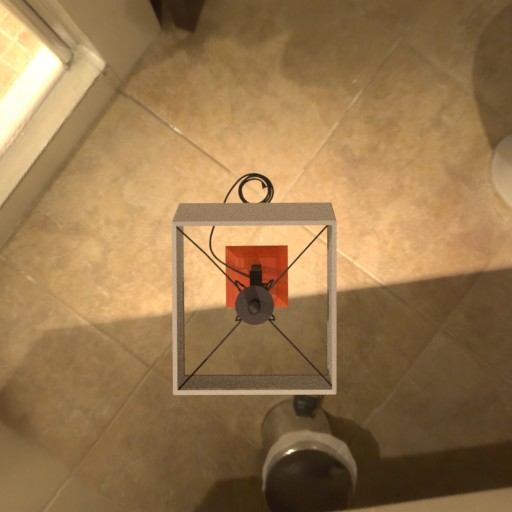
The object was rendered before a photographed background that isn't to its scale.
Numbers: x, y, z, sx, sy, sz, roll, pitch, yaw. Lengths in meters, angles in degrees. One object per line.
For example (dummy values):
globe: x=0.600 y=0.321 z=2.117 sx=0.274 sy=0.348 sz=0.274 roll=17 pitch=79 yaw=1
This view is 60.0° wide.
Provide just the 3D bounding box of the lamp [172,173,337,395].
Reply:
lamp: x=0.000 y=0.000 z=1.013 sx=0.310 sy=0.737 sz=0.498 roll=0 pitch=91 yaw=0
